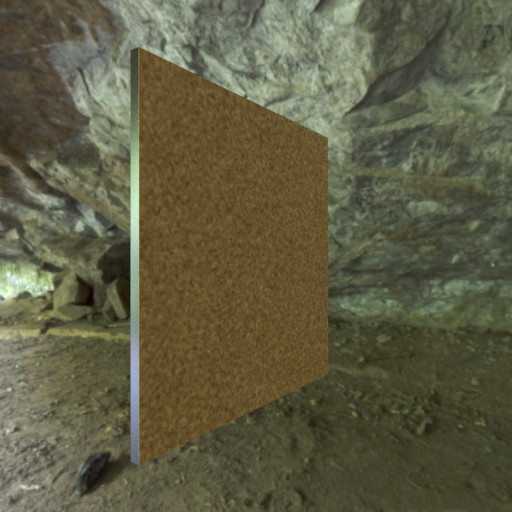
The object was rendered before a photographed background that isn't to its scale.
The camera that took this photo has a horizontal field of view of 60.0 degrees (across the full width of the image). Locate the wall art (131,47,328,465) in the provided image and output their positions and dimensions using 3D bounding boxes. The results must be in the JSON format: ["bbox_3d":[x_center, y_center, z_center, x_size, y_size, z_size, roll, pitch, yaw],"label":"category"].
[{"bbox_3d":[0.000,0.000,0.655,0.014,0.445,0.446,0,0,36],"label":"wall art"}]
